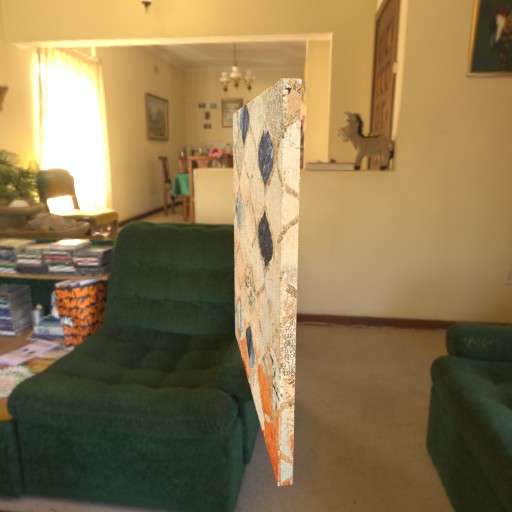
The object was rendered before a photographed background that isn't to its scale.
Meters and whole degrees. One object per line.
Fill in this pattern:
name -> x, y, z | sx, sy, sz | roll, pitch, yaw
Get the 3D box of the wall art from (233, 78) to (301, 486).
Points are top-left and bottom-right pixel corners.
wall art -> 0.000, 0.000, 1.385 | 0.039, 0.914, 0.912 | -2, 14, -9
